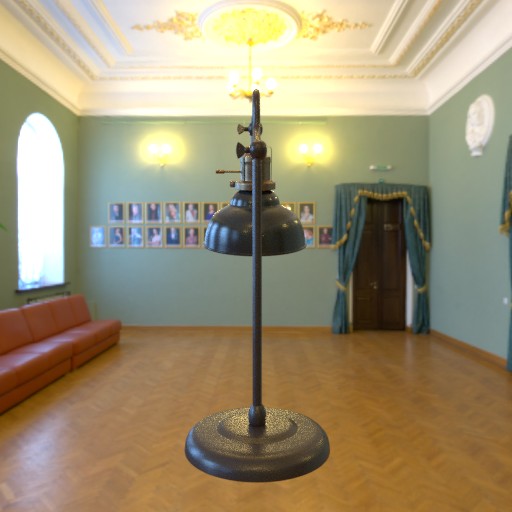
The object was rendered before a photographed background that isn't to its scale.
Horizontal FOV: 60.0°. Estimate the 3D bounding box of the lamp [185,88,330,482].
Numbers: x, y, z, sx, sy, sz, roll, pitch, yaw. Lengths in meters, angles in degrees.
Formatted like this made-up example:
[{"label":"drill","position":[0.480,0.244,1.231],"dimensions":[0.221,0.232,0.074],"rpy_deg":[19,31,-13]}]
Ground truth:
[{"label":"lamp","position":[0.000,0.000,0.683],"dimensions":[0.192,0.508,0.374],"rpy_deg":[0,0,-1]}]
